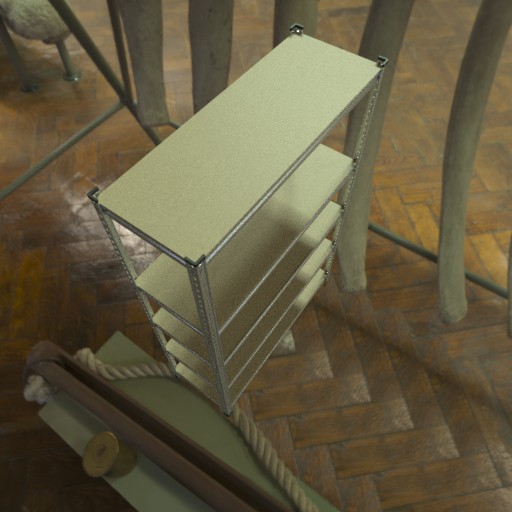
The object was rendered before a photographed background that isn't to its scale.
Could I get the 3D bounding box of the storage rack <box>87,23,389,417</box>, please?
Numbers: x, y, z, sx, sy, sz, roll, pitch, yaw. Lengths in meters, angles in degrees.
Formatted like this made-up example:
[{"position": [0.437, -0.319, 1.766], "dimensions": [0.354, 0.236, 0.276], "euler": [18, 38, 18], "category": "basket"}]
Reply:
[{"position": [0.000, 0.000, 2.372], "dimensions": [0.457, 1.829, 1.219], "euler": [31, 62, 19], "category": "storage rack"}]
